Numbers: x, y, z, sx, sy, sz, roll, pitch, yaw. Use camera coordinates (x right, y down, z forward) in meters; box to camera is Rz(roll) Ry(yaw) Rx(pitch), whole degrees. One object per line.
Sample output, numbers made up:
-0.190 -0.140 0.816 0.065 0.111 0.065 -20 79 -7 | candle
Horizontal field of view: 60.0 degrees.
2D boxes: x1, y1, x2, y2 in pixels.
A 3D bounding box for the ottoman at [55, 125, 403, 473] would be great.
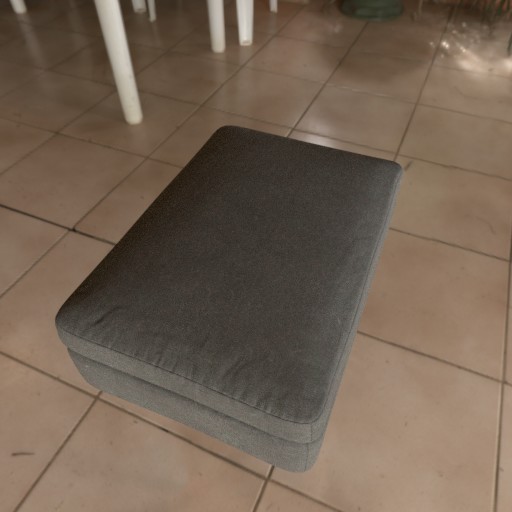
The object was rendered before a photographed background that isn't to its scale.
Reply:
0.000 0.000 1.623 0.840 0.429 1.199 17 50 15 | ottoman
